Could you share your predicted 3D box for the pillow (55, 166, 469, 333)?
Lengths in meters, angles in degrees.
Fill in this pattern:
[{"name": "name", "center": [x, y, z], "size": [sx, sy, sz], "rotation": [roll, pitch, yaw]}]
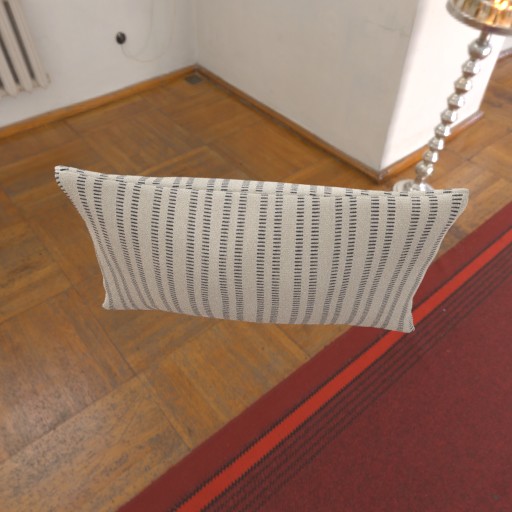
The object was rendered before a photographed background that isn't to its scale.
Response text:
[{"name": "pillow", "center": [0.000, 0.000, 0.797], "size": [0.640, 0.353, 0.210], "rotation": [4, 47, 4]}]
